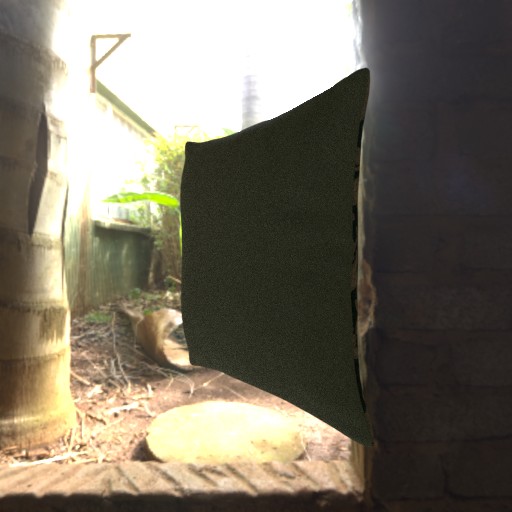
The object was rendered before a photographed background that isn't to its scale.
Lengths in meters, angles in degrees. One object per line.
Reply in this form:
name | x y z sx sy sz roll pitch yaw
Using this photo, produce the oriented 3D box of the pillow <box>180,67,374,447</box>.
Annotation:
pillow | 0.000 0.000 0.801 0.166 0.508 0.525 -1 1 -36
